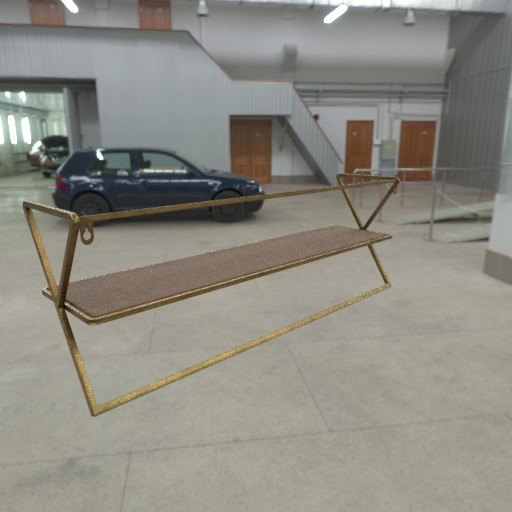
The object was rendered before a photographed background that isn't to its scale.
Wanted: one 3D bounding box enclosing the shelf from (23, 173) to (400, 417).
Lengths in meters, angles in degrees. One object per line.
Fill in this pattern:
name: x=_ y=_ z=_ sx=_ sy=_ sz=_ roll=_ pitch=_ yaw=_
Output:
shelf: x=0.000 y=0.000 z=0.731 sx=0.645 sy=0.229 sz=0.150 roll=-14 pitch=20 yaw=-42
